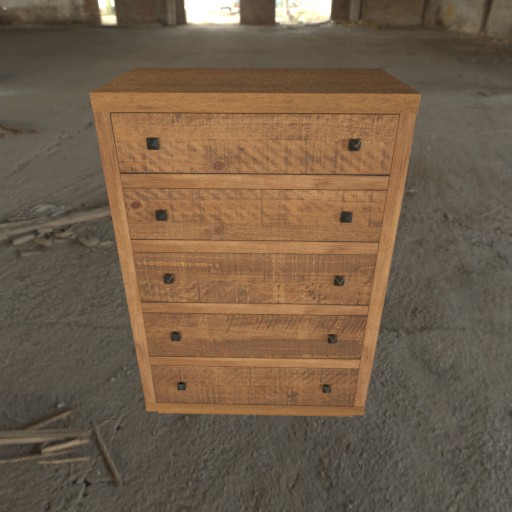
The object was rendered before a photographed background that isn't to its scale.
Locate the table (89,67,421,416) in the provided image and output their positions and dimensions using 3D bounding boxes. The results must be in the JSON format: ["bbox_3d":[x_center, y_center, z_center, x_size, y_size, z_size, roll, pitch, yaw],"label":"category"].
[{"bbox_3d":[0.000,0.000,1.729,0.901,1.294,0.524,1,30,1],"label":"table"}]
